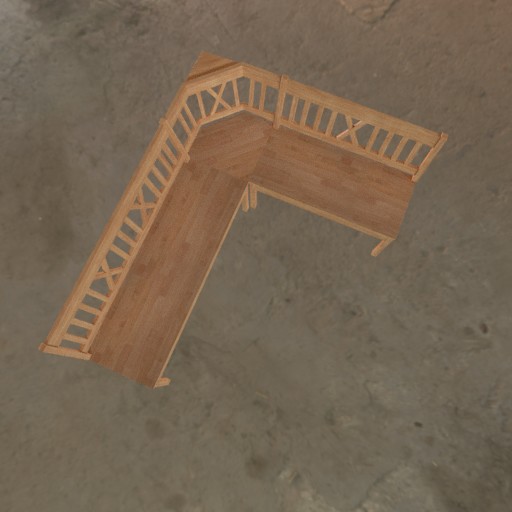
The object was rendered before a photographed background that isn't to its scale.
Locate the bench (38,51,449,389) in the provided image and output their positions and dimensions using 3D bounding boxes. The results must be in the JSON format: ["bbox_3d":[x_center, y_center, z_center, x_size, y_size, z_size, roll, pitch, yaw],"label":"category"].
[{"bbox_3d":[0.000,0.000,2.784,1.537,0.902,1.937,22,77,5],"label":"bench"}]
